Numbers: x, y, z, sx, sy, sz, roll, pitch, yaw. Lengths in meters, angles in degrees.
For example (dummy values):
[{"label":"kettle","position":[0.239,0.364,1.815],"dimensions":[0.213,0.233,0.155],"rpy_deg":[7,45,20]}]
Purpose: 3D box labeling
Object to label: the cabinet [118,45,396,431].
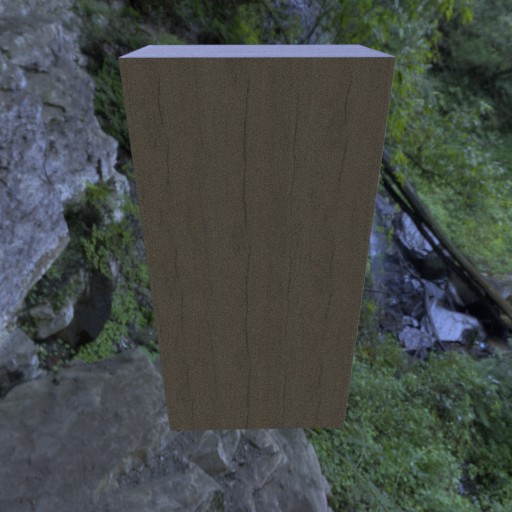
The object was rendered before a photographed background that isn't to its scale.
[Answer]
[{"label":"cabinet","position":[0.000,0.000,2.285],"dimensions":[0.980,1.930,0.580],"rpy_deg":[-1,29,-1]}]
